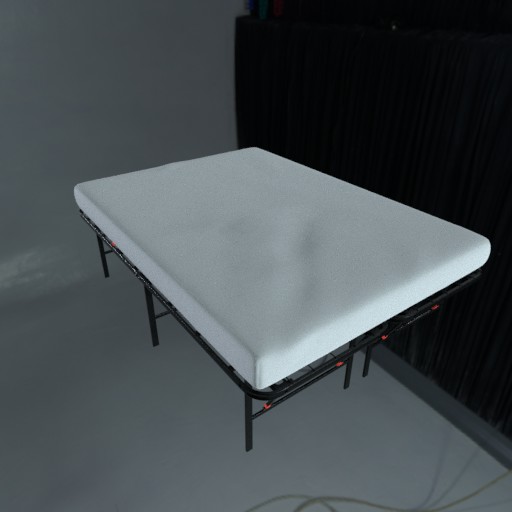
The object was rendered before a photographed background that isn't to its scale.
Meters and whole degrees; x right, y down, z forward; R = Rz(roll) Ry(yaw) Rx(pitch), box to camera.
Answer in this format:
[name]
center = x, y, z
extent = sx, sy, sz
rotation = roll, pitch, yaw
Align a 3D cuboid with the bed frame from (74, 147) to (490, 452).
[bed frame]
center = 0.000, 0.000, 2.486
extent = 1.372, 0.637, 1.905
rotation = -20, 36, -31
